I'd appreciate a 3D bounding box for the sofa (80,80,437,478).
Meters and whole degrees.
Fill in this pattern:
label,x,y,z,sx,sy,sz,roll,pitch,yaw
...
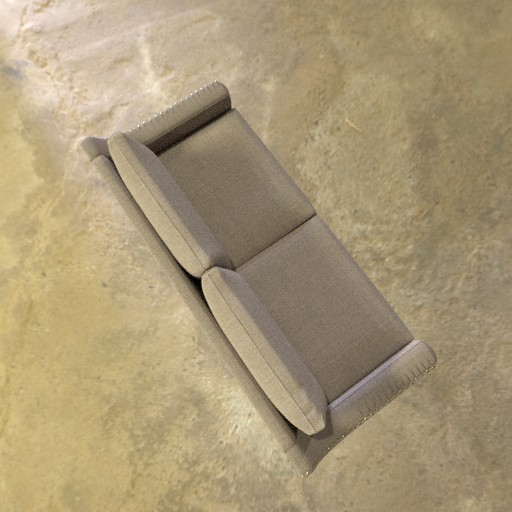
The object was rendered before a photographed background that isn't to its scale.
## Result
label,x,y,z,sx,sy,sz,roll,pitch,yaw
sofa,0.000,0.000,2.700,1.000,0.857,2.208,-34,78,-9
